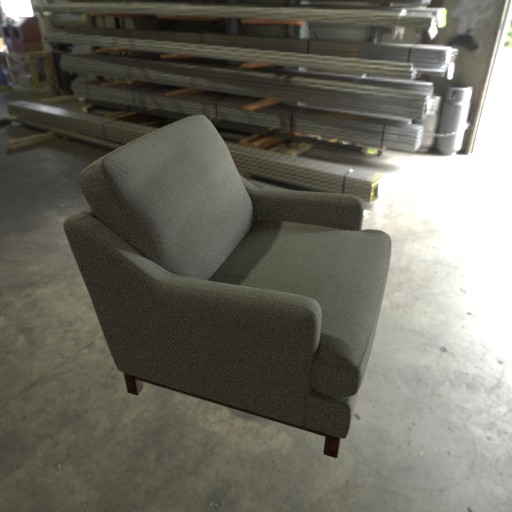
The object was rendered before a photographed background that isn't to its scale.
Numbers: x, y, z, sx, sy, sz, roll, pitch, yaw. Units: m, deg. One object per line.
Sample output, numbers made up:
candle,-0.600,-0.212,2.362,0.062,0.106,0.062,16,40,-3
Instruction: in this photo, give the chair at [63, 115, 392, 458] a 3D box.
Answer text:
chair,0.000,0.000,1.560,0.892,0.821,0.826,11,32,18
